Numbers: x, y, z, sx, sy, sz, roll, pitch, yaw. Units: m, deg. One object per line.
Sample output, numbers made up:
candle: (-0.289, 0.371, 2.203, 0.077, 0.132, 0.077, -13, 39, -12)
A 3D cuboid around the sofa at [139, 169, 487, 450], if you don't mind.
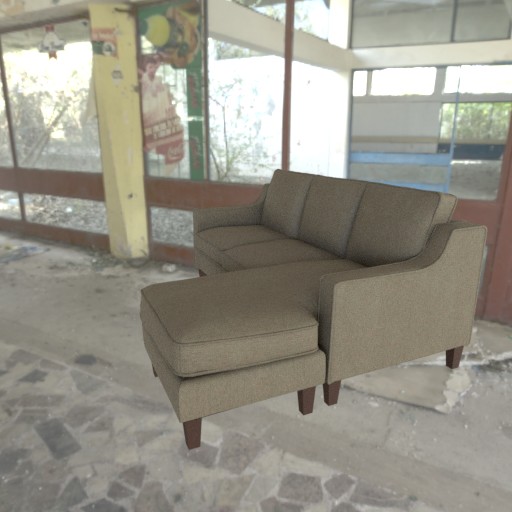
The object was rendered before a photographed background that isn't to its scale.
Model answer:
sofa: (0.000, 0.000, 3.188, 1.858, 1.081, 2.317, -7, 17, -24)
